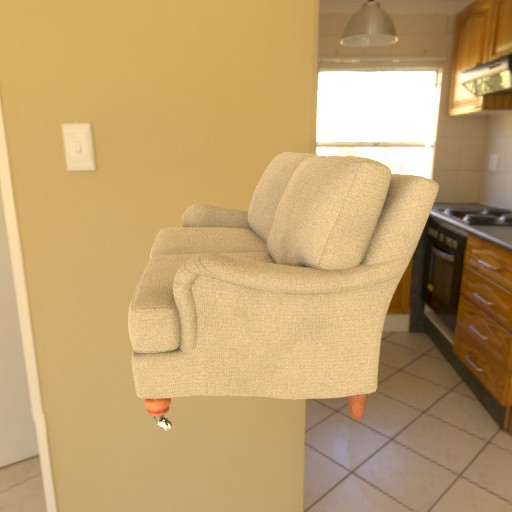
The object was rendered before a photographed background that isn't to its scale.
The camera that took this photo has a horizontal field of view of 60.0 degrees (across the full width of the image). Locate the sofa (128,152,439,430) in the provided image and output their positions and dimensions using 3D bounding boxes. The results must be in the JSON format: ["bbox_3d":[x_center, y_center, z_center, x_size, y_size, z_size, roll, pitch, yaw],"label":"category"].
[{"bbox_3d":[0.000,0.000,2.213,1.087,0.999,1.480,-2,14,-8],"label":"sofa"}]
